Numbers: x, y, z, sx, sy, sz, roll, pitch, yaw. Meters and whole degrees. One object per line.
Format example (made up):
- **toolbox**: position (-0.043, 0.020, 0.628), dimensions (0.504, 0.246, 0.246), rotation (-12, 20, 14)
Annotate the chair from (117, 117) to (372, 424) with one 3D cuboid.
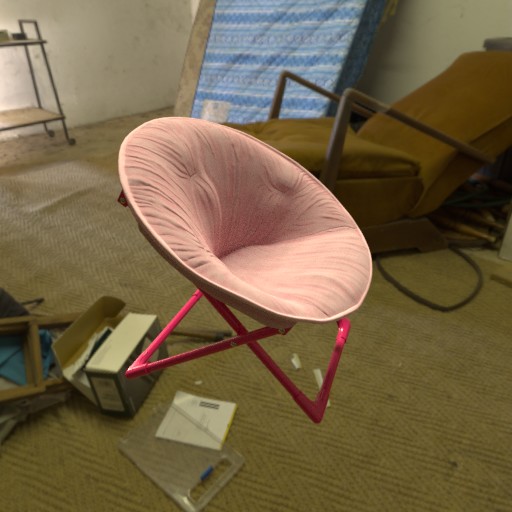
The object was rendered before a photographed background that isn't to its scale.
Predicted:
- **chair**: position (0.000, 0.000, 0.896), dimensions (0.459, 0.494, 0.522), rotation (11, 32, 18)
